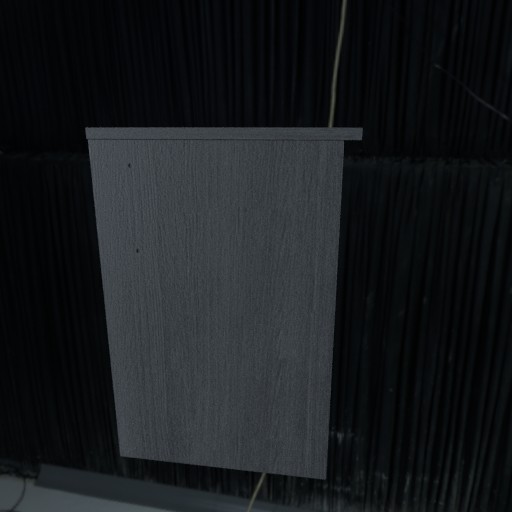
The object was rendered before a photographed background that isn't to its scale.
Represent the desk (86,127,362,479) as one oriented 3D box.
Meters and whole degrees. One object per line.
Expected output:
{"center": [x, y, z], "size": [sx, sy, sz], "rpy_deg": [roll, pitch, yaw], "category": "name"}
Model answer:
{"center": [0.000, 0.000, 1.303], "size": [0.498, 0.724, 0.893], "rpy_deg": [2, 16, 8], "category": "desk"}
